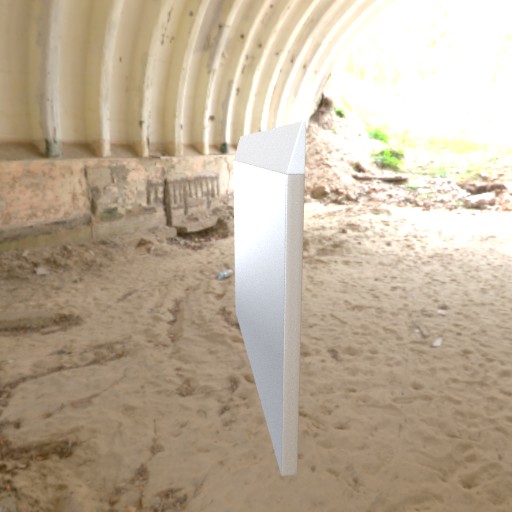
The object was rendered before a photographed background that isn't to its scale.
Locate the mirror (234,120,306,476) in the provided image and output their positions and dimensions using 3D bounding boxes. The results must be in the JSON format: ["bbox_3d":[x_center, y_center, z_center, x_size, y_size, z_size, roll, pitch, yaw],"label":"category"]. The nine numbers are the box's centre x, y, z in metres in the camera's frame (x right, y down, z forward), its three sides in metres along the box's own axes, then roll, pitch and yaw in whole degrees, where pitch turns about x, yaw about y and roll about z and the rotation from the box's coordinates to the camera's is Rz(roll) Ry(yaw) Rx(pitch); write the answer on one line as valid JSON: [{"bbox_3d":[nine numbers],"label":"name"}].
[{"bbox_3d":[0.000,0.000,1.165,0.030,0.630,0.870,-2,14,-8],"label":"mirror"}]
